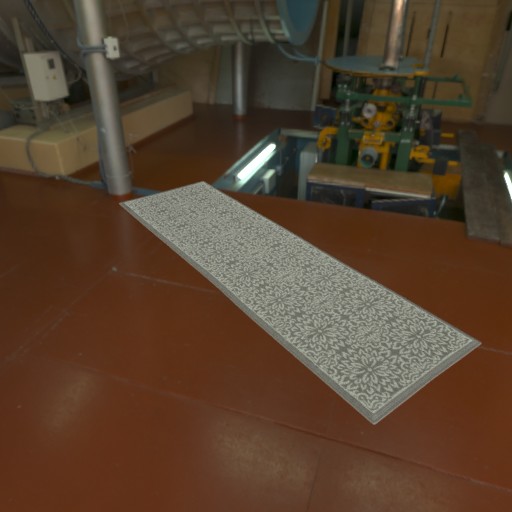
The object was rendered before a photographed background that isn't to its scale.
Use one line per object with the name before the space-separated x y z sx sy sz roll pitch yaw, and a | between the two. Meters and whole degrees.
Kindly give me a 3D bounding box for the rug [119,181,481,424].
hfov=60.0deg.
rug | 0.000 0.000 2.390 0.662 0.011 2.196 -21 37 -31
